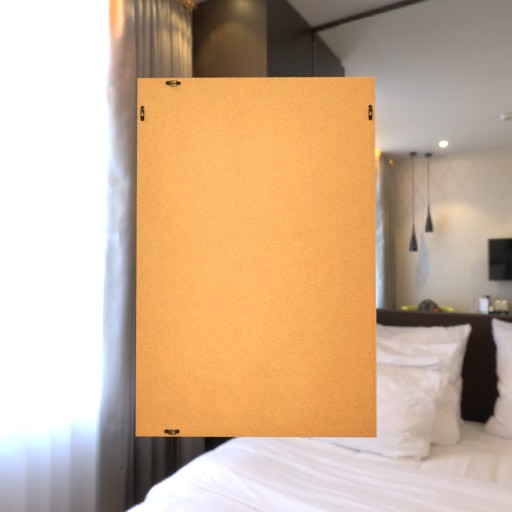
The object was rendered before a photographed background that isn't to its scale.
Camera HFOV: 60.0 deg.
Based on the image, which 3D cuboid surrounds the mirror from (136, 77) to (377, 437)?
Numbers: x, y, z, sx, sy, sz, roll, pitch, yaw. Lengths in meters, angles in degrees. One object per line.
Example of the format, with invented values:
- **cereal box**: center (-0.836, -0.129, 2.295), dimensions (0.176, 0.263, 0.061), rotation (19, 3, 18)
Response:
- **mirror**: center (0.000, 0.000, 1.144), dimensions (0.609, 0.915, 0.041), rotation (0, -1, 1)
